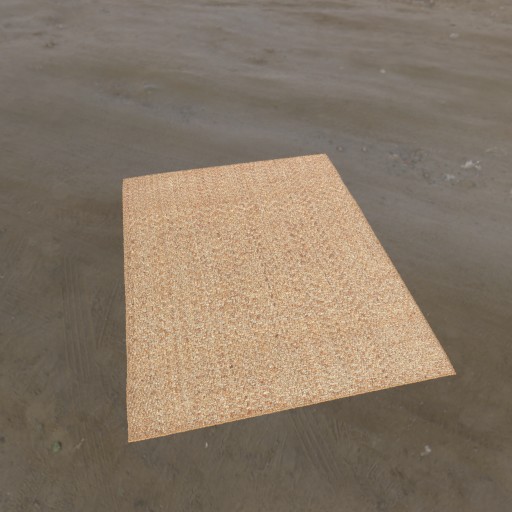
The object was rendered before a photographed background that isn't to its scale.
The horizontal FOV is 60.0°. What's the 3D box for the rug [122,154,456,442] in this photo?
[{"bbox_3d":[0.000,0.000,4.180,2.439,0.013,3.048,-9,47,-9],"label":"rug"}]
